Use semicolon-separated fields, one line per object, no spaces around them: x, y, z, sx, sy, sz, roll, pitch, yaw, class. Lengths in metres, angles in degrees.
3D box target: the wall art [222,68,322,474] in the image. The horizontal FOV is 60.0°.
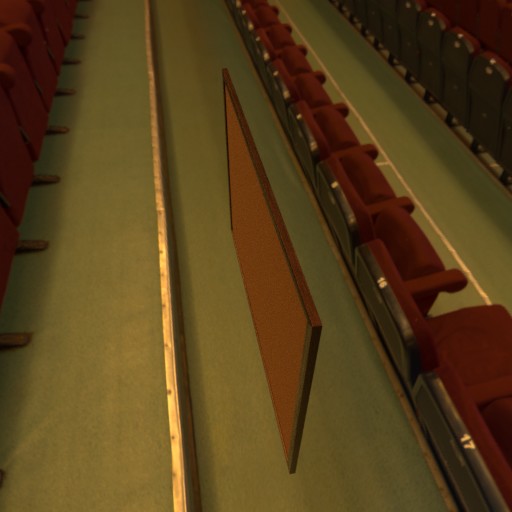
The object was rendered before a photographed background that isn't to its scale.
0.000;0.000;1.059;0.014;0.559;0.816;-8;46;-8;wall art
